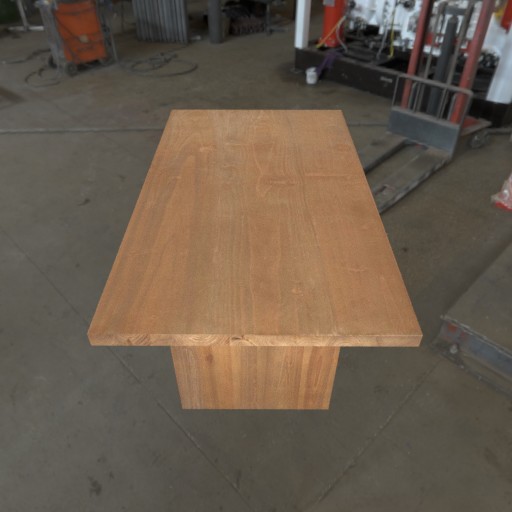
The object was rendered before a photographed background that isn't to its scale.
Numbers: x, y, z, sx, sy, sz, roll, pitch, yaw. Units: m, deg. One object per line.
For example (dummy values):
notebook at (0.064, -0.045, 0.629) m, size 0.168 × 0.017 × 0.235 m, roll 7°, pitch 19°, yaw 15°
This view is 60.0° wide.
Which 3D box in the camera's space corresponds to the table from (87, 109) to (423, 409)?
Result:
table at (0.000, 0.000, 2.113) m, size 0.946 × 0.780 × 1.609 m, roll 0°, pitch 40°, yaw 0°
